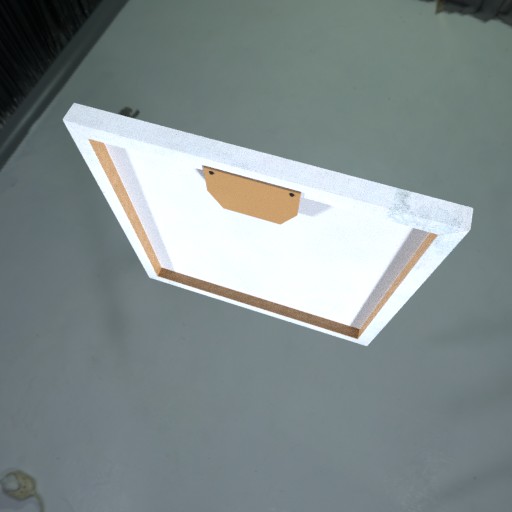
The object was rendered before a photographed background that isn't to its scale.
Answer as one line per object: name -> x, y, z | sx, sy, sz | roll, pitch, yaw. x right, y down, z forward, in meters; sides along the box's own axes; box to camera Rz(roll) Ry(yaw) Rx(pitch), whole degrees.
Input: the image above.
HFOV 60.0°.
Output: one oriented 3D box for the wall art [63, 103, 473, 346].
wall art -> 0.000, 0.000, 0.903 | 0.605, 0.605, 0.044 | 17, 65, 8
